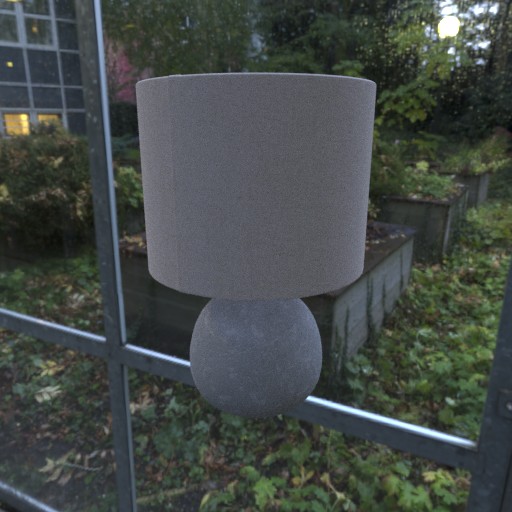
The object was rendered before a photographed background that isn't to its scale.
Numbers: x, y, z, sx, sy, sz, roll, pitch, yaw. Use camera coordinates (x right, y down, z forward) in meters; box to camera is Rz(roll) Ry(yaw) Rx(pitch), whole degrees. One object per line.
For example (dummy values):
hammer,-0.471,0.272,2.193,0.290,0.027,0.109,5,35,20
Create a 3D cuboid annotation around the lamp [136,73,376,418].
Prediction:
lamp,0.000,0.000,0.568,0.269,0.409,0.269,-15,22,-42
